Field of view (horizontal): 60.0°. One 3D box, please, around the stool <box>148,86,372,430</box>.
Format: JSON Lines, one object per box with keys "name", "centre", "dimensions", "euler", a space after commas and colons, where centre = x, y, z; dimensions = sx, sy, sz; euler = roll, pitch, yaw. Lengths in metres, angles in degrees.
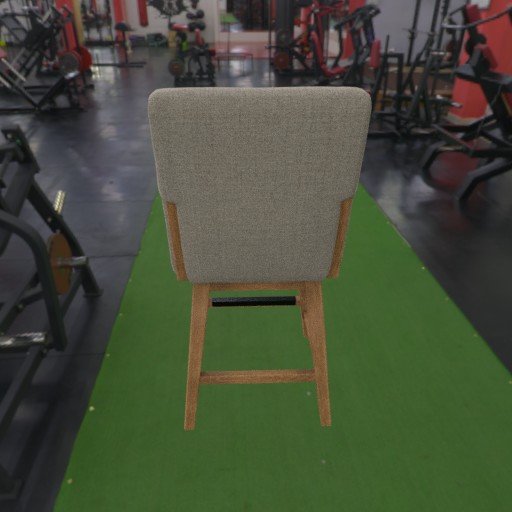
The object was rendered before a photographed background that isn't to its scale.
{"name": "stool", "centre": [0.000, 0.000, 1.304], "dimensions": [0.459, 1.010, 0.526], "euler": [-1, 30, -2]}
